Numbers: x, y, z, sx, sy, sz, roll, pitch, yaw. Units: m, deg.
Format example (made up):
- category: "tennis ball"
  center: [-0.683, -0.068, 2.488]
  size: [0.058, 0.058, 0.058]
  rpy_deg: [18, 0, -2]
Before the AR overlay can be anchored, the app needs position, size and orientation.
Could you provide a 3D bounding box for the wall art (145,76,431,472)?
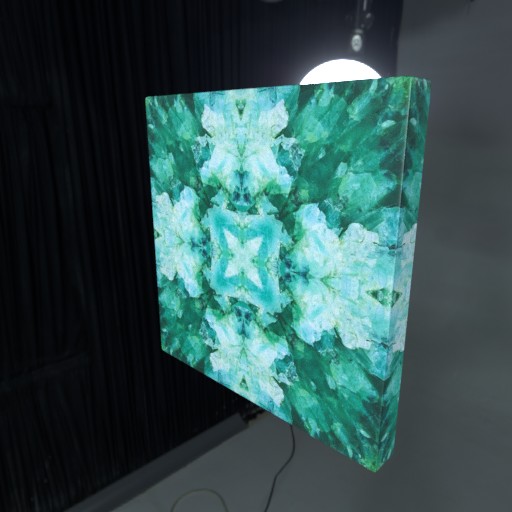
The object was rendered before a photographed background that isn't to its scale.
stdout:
- category: "wall art"
  center: [0.000, 0.000, 0.446]
  size: [0.313, 0.313, 0.033]
  rpy_deg: [15, 22, 42]
